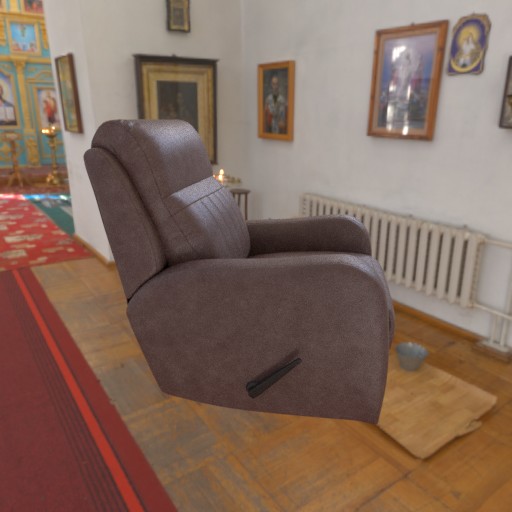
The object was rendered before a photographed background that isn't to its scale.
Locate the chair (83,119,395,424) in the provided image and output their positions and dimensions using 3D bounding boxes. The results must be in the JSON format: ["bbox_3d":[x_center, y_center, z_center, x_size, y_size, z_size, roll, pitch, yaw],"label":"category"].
[{"bbox_3d":[0.000,0.000,1.802,1.067,1.067,0.865,3,17,10],"label":"chair"}]
